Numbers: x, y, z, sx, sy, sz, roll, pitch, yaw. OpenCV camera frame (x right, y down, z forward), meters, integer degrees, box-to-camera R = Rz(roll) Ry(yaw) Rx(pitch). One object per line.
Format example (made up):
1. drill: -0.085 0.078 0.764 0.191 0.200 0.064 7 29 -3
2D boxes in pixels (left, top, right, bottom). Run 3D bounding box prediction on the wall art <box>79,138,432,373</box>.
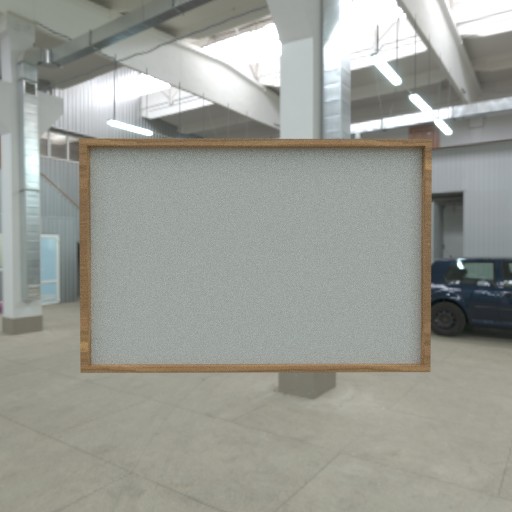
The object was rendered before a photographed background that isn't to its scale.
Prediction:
1. wall art: 0.000 0.000 0.770 0.604 0.402 0.018 0 1 0
